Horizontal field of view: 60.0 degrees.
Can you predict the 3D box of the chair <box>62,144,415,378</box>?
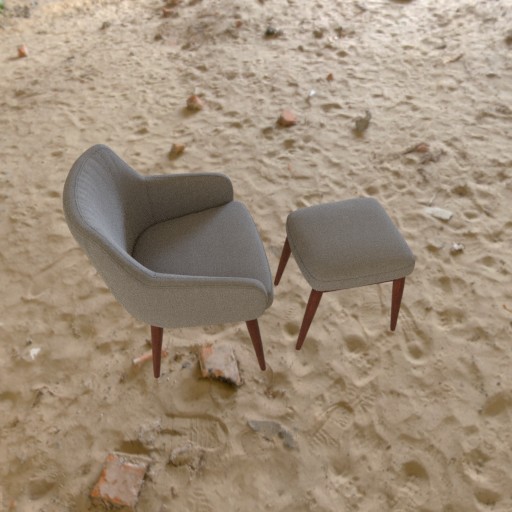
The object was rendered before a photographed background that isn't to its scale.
[{"bbox_3d":[0.000,0.000,1.595,1.107,0.799,0.584,-9,47,-9],"label":"chair"}]
